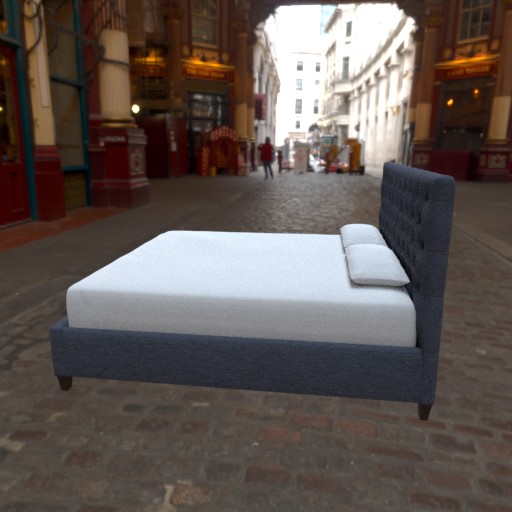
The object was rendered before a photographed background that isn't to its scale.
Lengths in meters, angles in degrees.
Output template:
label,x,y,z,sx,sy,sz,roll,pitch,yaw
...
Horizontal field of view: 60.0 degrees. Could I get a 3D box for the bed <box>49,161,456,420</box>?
label,x,y,z,sx,sy,sz,roll,pitch,yaw
bed,0.000,0.000,3.560,2.387,1.427,2.078,2,14,8
